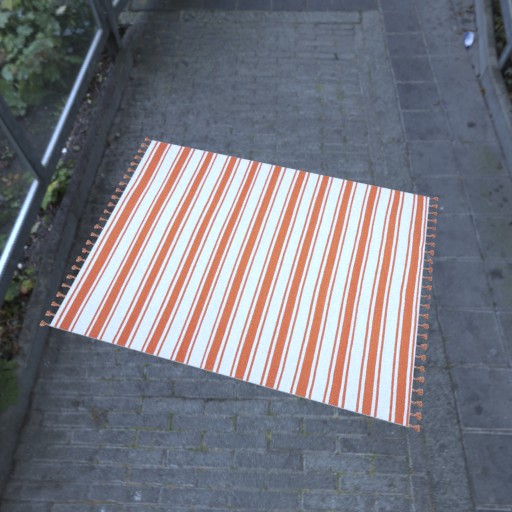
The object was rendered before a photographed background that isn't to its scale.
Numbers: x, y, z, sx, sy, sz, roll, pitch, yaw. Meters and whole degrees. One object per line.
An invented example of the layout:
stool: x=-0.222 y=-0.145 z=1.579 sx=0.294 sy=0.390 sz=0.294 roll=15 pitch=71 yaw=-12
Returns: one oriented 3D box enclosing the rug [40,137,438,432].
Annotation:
rug: x=0.000 y=0.000 z=4.349 sx=3.369 sy=0.035 sz=2.451 roll=13 pitch=59 yaw=8
